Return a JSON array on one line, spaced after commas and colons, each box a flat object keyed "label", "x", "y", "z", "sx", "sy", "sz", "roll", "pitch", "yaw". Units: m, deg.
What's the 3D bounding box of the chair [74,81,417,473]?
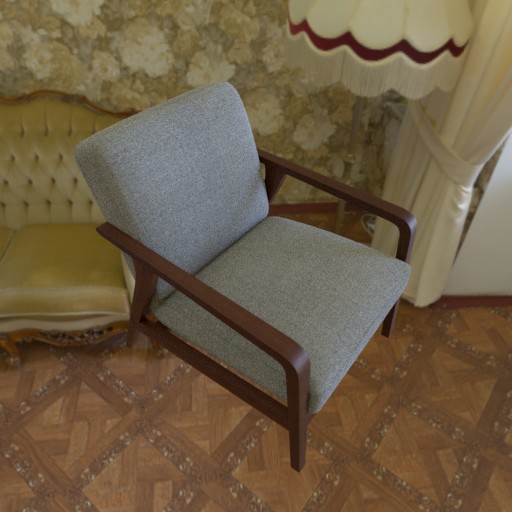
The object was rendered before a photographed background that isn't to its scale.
[{"label": "chair", "x": 0.000, "y": 0.000, "z": 1.446, "sx": 0.858, "sy": 0.847, "sz": 0.704, "roll": 26, "pitch": 48, "yaw": 27}]
